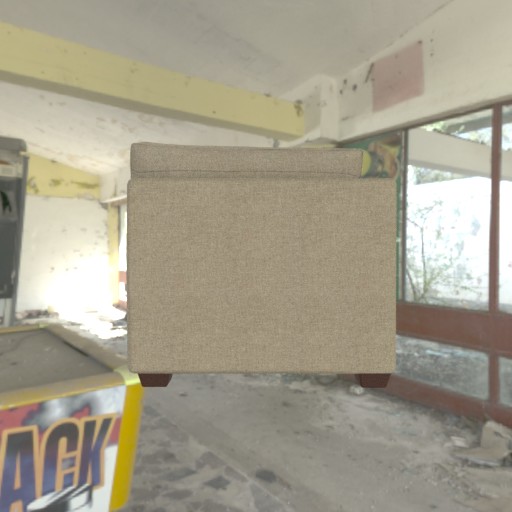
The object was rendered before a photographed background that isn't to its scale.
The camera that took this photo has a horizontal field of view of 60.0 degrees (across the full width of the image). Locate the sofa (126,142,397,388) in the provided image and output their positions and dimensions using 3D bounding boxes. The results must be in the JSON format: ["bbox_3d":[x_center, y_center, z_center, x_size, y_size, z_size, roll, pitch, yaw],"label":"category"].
[{"bbox_3d":[0.000,0.000,2.830,1.110,1.019,2.238,0,1,-1],"label":"sofa"}]
